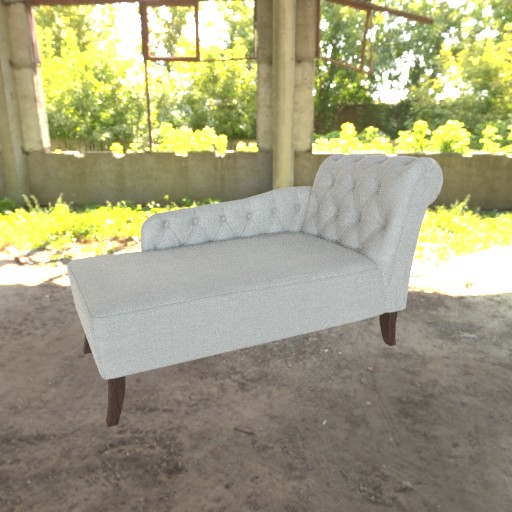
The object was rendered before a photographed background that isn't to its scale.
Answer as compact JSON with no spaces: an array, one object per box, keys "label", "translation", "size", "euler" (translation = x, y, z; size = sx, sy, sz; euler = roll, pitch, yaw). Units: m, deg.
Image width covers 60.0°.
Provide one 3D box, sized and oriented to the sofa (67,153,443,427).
[{"label":"sofa","translation":[0.000,0.000,1.798],"size":[1.379,0.787,0.675],"euler":[-8,16,-27]}]
